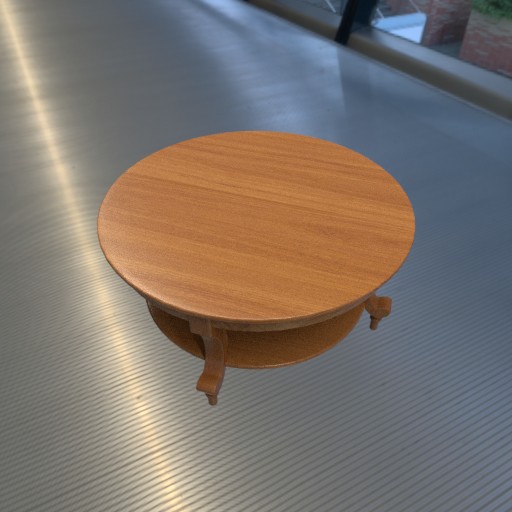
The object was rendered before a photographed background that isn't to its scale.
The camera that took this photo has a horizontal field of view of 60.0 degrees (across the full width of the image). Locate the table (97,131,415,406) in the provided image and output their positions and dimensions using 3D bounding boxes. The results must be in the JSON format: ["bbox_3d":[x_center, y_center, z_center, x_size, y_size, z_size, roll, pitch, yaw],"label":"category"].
[{"bbox_3d":[0.000,0.000,1.635,1.029,0.490,1.029,0,42,0],"label":"table"}]
